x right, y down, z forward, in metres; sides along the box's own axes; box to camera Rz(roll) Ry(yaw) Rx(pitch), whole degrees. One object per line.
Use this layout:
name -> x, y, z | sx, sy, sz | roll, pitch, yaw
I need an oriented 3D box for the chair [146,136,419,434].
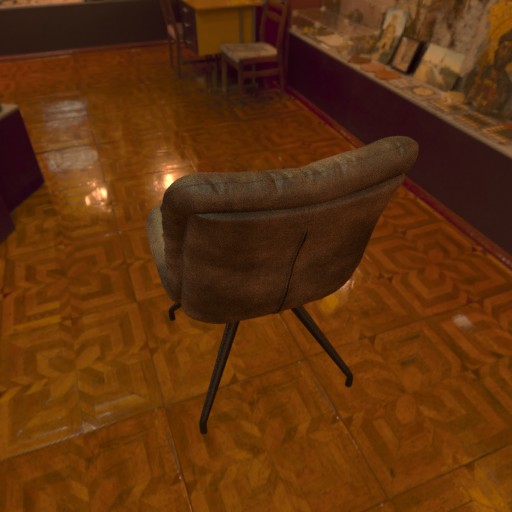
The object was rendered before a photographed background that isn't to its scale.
chair -> 0.000, 0.000, 1.242 | 0.549, 0.870, 0.622 | -13, 41, -15
